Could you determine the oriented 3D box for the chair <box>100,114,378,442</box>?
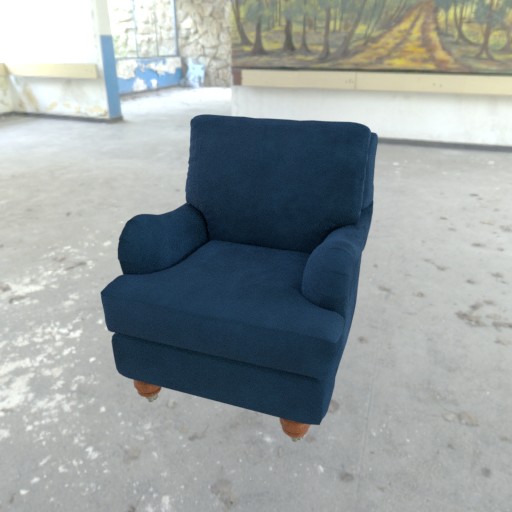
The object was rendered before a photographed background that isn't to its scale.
[{"bbox_3d":[0.000,0.000,1.905,0.895,1.076,1.078,9,27,17],"label":"chair"}]
